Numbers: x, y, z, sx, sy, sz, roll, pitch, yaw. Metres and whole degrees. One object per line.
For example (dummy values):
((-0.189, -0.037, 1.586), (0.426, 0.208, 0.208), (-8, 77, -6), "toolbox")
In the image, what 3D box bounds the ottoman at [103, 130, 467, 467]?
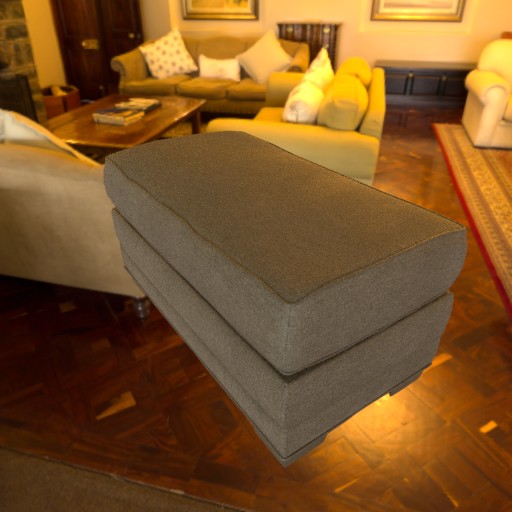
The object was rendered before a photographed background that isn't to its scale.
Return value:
((0.000, 0.000, 1.146), (0.490, 0.448, 0.864), (-20, 36, -29), "ottoman")
